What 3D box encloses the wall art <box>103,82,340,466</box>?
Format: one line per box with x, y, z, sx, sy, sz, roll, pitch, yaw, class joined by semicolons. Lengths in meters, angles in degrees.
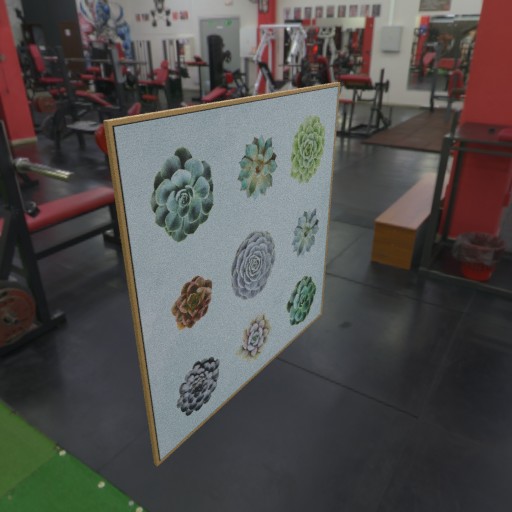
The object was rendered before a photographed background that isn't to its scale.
0.000;0.000;1.404;0.013;0.959;0.962;18;32;32;wall art
